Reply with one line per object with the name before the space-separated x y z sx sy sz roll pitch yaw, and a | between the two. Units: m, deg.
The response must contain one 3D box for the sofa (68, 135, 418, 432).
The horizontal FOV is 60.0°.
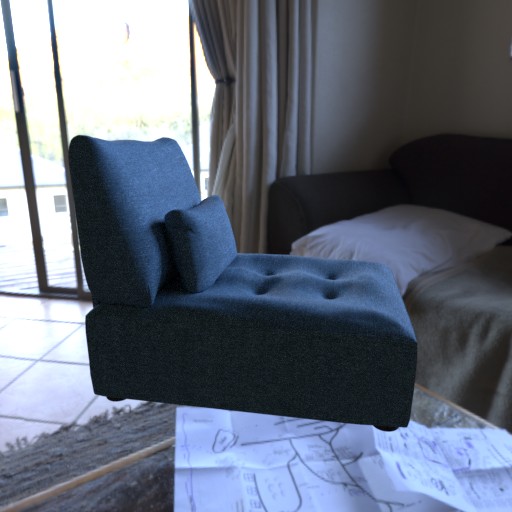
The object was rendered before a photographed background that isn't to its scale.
sofa | 0.000 0.000 1.553 1.000 0.820 0.700 3 16 10
